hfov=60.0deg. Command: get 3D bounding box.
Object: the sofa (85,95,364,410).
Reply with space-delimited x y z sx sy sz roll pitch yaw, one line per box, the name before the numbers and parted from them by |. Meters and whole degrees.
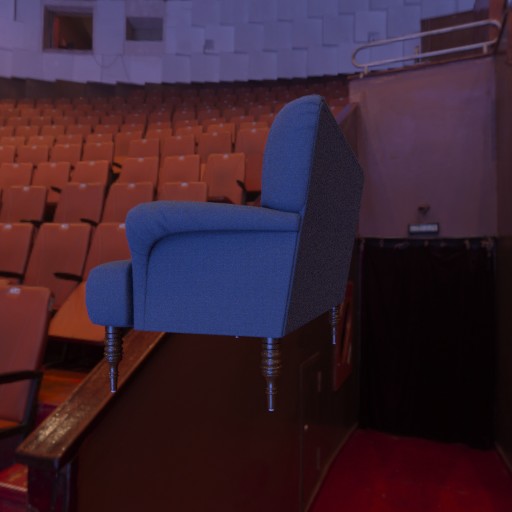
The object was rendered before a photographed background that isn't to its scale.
sofa | 0.000 0.000 1.856 0.779 0.889 1.297 0 -1 19
